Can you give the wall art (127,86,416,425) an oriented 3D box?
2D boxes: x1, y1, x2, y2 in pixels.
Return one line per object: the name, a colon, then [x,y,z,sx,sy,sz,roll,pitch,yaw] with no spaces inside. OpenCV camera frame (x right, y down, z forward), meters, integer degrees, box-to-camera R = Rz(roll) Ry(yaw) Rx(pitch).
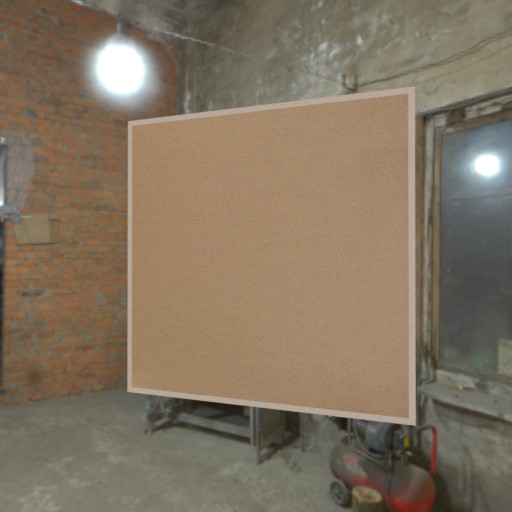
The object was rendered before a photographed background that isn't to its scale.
wall art: [0.000,0.000,1.197,0.809,0.809,0.012,0,0,19]
